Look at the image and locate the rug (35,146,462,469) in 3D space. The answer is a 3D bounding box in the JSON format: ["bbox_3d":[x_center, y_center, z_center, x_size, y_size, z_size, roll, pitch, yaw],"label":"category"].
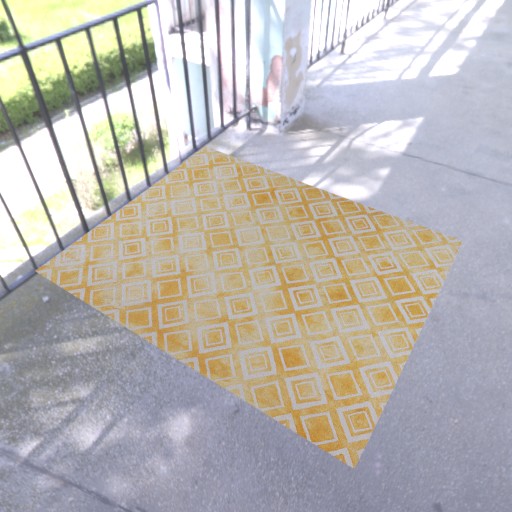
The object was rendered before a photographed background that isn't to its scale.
[{"bbox_3d":[0.000,0.000,4.019,3.037,0.011,2.433,25,50,23],"label":"rug"}]
